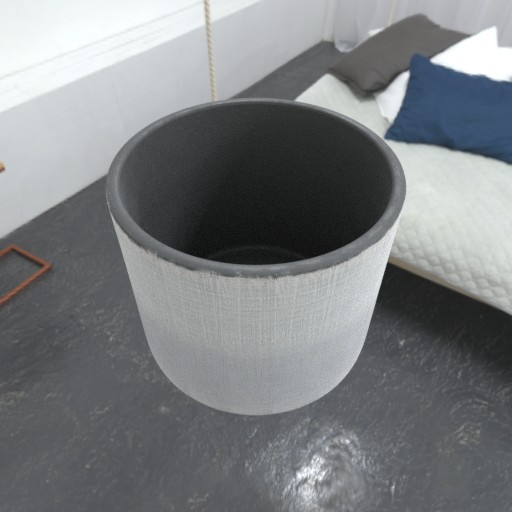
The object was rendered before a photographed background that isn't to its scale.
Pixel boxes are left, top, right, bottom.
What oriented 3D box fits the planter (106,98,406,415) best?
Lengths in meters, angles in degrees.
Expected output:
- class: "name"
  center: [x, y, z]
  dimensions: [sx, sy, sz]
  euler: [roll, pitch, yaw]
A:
- class: "planter"
  center: [0.000, 0.000, 0.454]
  dimensions: [0.254, 0.221, 0.254]
  euler: [0, 46, 0]
